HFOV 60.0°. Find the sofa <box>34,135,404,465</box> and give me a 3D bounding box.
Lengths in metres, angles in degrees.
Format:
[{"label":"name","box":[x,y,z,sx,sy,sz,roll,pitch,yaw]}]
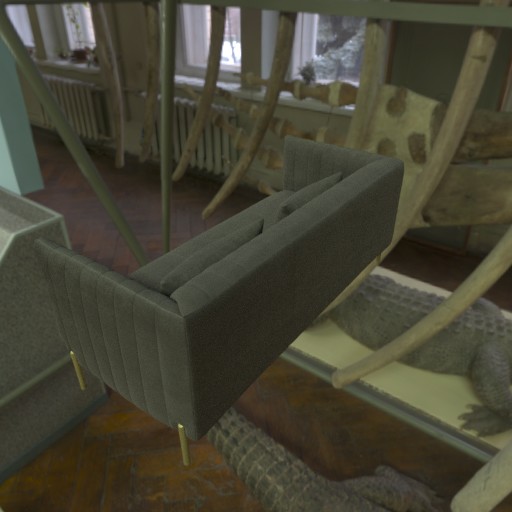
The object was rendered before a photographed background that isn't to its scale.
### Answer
[{"label":"sofa","box":[0.000,0.000,2.434,0.876,0.780,1.980,21,37,31]}]
